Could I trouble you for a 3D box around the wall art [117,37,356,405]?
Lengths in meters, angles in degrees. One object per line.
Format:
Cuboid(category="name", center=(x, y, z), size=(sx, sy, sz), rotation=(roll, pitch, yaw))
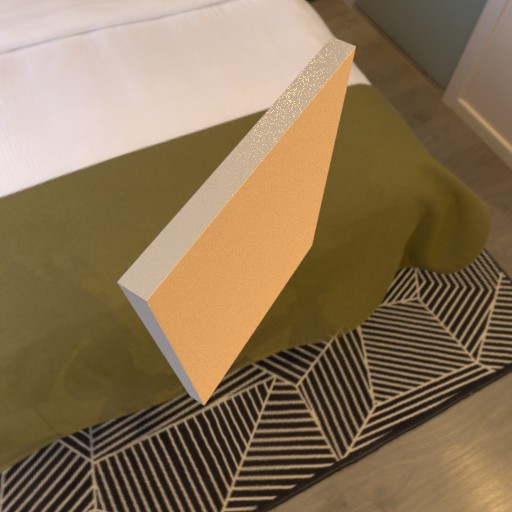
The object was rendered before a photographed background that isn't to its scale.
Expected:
Cuboid(category="wall art", center=(0.000, 0.000, 0.767), size=(0.038, 0.549, 0.452), rotation=(29, 65, 15))
